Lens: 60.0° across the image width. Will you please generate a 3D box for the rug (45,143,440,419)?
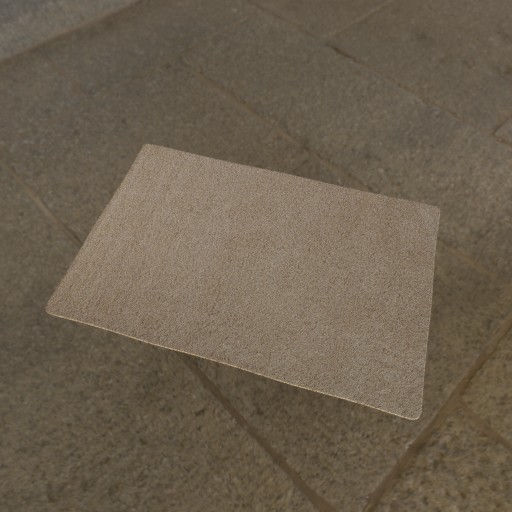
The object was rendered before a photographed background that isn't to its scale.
[{"bbox_3d":[0.000,0.000,3.473,2.700,0.024,1.801,14,59,9],"label":"rug"}]
